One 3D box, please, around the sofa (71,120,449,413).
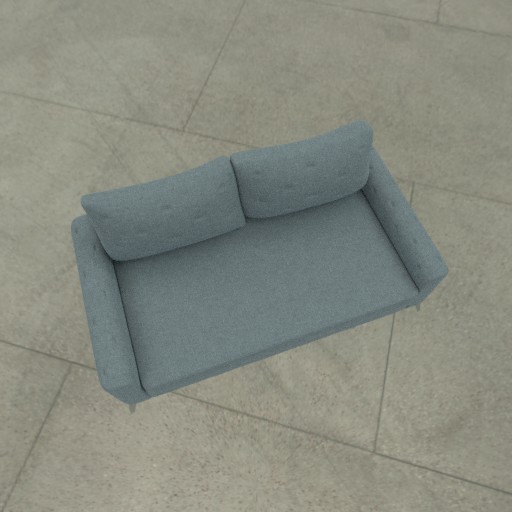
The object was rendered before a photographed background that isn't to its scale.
[{"bbox_3d":[0.000,0.000,2.183,1.650,0.790,0.920,-17,64,-9],"label":"sofa"}]
